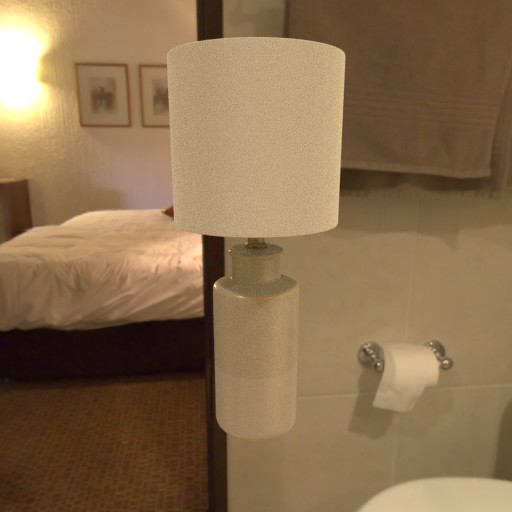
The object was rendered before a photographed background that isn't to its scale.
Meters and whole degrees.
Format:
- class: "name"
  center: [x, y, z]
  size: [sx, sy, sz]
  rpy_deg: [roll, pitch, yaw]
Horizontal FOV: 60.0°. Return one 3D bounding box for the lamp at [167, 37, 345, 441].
- class: "lamp"
  center: [0.000, 0.000, 0.595]
  size: [0.212, 0.493, 0.212]
  rpy_deg: [-13, 19, -42]
